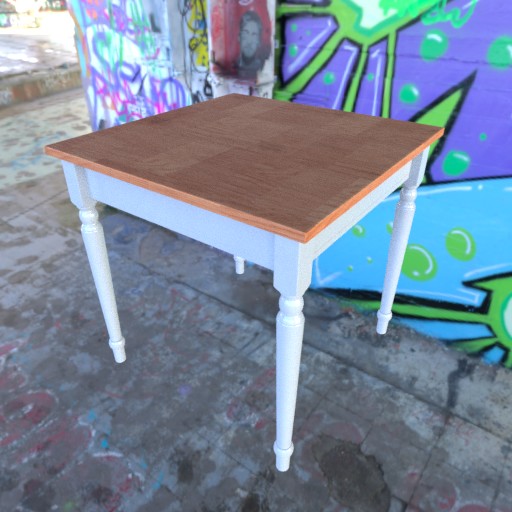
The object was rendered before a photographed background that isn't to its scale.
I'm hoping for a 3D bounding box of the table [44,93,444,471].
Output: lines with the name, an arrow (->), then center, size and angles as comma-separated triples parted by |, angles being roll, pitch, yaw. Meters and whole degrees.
table -> 0.000, 0.000, 1.352 | 0.747, 0.738, 0.747 | 21, 38, 30
